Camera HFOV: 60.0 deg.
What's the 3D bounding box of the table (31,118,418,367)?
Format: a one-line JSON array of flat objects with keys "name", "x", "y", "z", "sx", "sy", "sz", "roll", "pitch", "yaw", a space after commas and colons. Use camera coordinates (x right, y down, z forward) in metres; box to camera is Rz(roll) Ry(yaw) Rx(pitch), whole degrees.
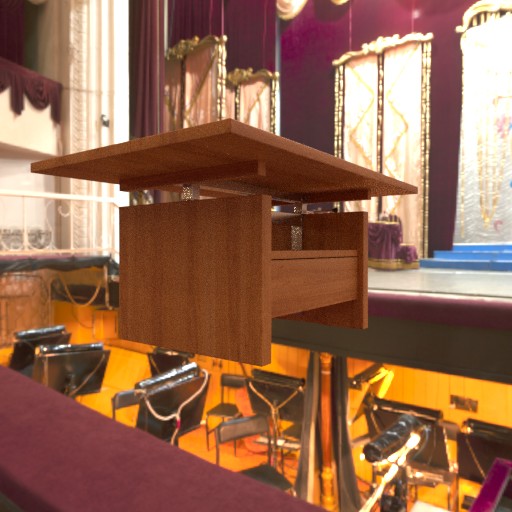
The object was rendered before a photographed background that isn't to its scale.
[{"name": "table", "x": 0.000, "y": 0.000, "z": 1.433, "sx": 0.700, "sy": 0.510, "sz": 1.100, "roll": 1, "pitch": 1, "yaw": 36}]
